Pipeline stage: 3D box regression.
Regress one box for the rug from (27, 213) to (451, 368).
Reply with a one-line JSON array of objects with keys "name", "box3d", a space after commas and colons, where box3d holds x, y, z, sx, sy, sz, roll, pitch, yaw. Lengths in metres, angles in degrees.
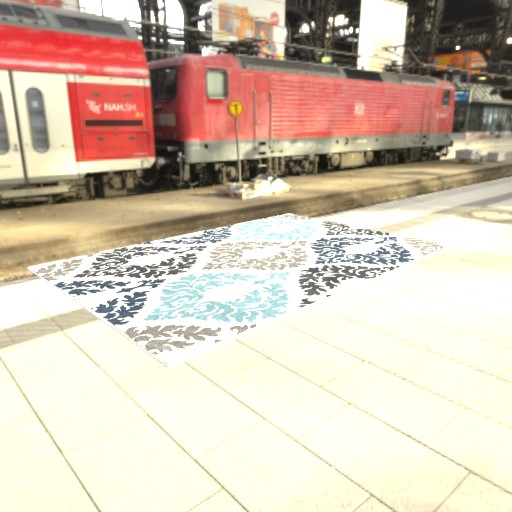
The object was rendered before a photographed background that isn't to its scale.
[{"name": "rug", "box3d": [0.000, 0.000, 2.824, 2.275, 0.014, 1.514, -16, 23, -41]}]
